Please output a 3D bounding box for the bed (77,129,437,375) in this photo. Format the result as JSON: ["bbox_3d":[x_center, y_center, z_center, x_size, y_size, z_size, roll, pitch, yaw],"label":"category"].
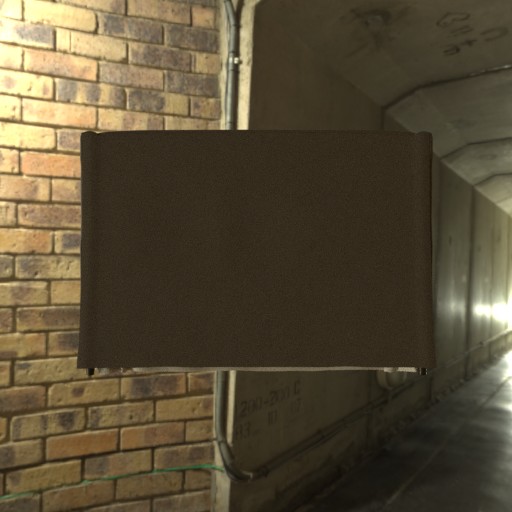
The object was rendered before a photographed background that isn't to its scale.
[{"bbox_3d":[0.000,0.000,3.488,1.925,1.332,2.276,0,-1,0],"label":"bed"}]
